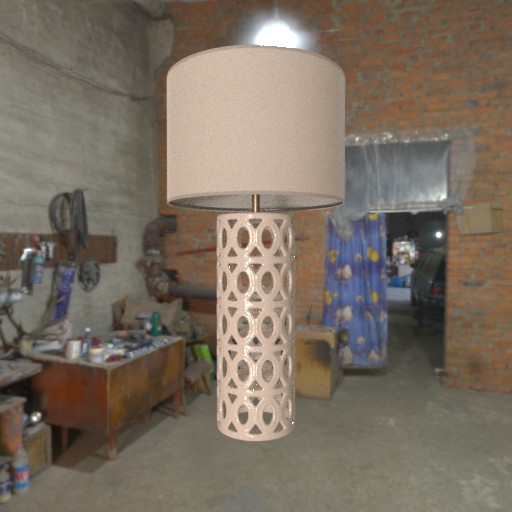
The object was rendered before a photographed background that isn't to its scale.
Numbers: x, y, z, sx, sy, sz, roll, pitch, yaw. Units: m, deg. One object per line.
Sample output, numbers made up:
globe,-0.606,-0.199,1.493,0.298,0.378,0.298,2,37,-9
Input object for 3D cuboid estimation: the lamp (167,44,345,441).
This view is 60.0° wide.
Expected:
lamp,0.000,0.000,0.828,0.324,0.636,0.325,0,1,-18
